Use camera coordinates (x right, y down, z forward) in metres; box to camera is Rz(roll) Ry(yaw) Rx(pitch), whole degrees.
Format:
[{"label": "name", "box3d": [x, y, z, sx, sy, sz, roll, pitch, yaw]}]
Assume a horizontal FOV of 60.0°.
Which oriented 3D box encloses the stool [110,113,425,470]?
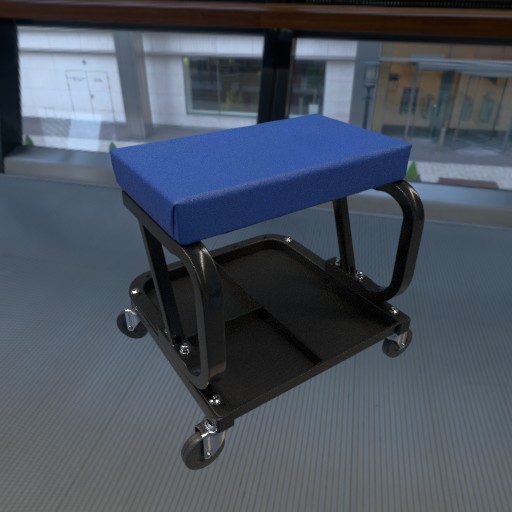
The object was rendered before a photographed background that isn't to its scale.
[{"label": "stool", "box3d": [0.000, 0.000, 0.725, 0.446, 0.380, 0.371, -19, 36, -28]}]
